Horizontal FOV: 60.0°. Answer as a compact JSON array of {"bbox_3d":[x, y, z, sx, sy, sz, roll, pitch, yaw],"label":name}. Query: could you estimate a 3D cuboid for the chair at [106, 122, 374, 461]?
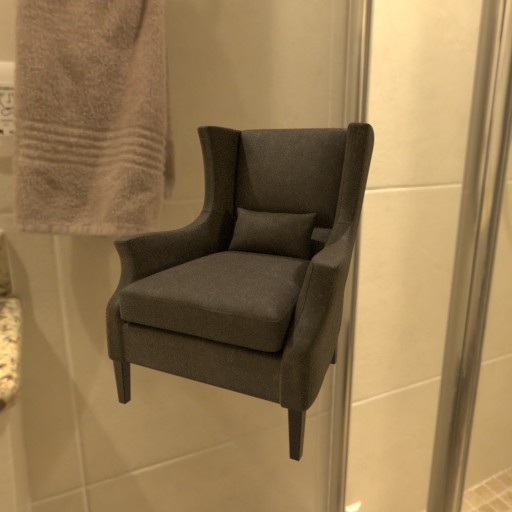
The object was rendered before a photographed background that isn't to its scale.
[{"bbox_3d":[0.000,0.000,1.753,0.853,1.016,0.926,7,15,26],"label":"chair"}]
